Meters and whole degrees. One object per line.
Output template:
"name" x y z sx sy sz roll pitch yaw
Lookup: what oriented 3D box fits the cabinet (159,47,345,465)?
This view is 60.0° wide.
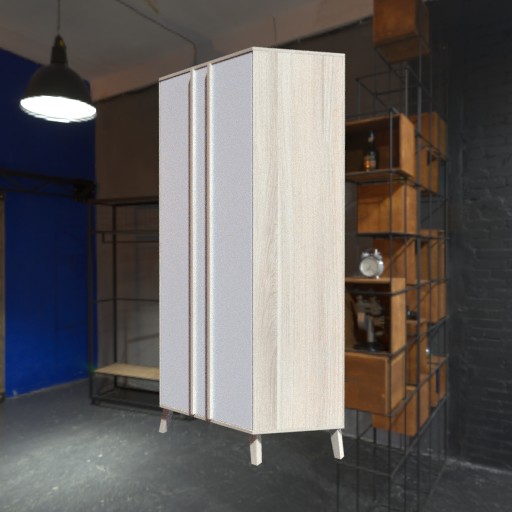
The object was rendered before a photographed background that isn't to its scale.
"cabinet" 0.000 0.000 2.639 1.272 1.957 0.969 0 1 36
